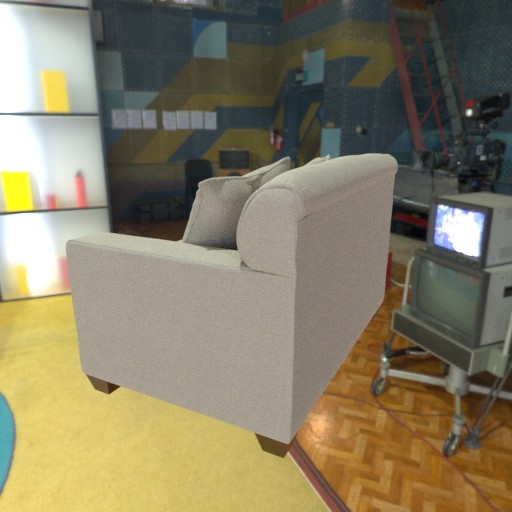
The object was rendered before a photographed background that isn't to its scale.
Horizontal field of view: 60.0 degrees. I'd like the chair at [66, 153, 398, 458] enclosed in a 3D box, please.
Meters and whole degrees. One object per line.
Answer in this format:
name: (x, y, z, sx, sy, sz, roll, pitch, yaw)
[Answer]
chair: (0.000, 0.000, 2.091, 1.000, 0.948, 1.383, 8, 18, 26)
